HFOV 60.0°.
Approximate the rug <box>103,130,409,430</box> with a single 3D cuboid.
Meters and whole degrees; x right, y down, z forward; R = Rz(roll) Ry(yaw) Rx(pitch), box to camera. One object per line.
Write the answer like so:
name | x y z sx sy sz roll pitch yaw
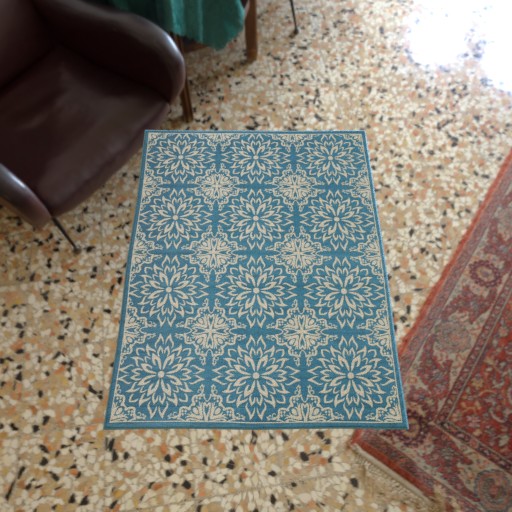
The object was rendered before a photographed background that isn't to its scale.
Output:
rug | 0.000 0.000 4.046 2.350 0.018 2.964 0 64 0
